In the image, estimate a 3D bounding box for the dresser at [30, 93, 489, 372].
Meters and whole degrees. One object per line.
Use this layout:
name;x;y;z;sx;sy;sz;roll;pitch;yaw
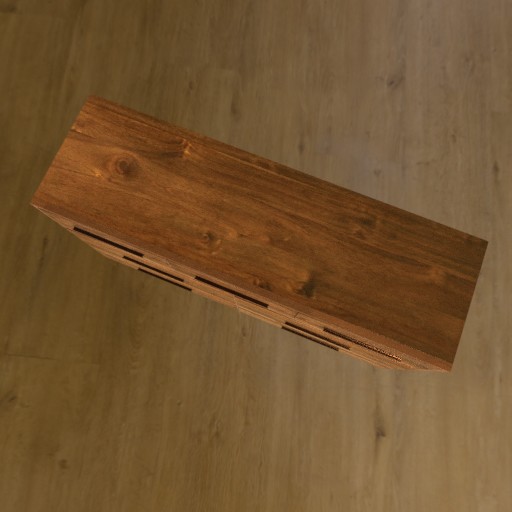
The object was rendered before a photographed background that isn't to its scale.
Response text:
dresser;0.000;0.000;1.829;1.400;0.873;0.446;21;77;5
